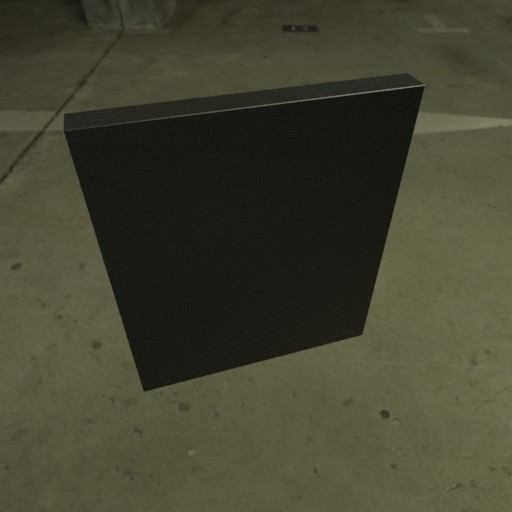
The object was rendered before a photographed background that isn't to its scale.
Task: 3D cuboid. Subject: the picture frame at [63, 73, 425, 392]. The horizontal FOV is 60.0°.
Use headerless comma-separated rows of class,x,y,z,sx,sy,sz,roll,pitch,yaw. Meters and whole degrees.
picture frame,0.000,0.000,0.523,0.328,0.378,0.034,-12,43,-13
